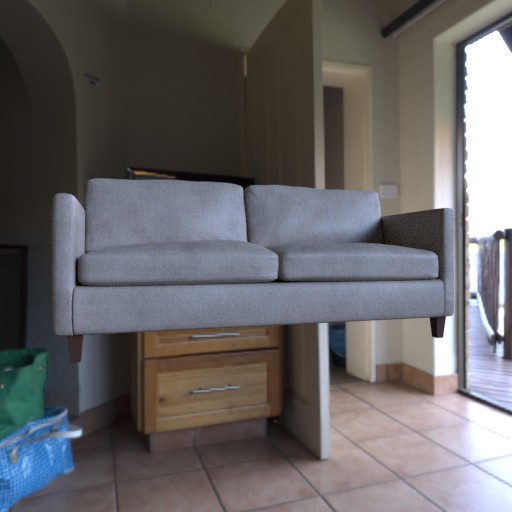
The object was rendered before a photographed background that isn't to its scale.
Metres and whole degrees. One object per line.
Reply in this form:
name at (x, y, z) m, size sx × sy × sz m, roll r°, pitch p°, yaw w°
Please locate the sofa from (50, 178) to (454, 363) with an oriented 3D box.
sofa at (0.000, 0.000, 2.715) m, size 2.208 × 0.965 × 0.951 m, roll 0°, pitch 0°, yaw -17°
